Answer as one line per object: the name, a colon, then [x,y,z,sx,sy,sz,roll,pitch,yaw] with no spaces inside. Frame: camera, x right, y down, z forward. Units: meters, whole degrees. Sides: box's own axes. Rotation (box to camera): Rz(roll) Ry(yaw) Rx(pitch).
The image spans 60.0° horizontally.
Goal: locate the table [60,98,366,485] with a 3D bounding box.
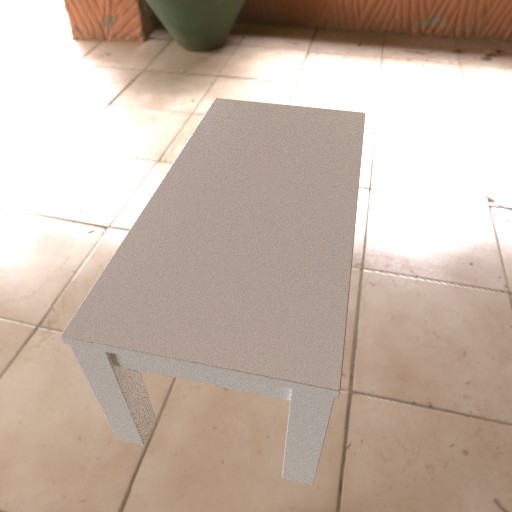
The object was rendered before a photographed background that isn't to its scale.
table: [0.000,0.000,2.266,0.900,0.790,1.800,9,45,9]
